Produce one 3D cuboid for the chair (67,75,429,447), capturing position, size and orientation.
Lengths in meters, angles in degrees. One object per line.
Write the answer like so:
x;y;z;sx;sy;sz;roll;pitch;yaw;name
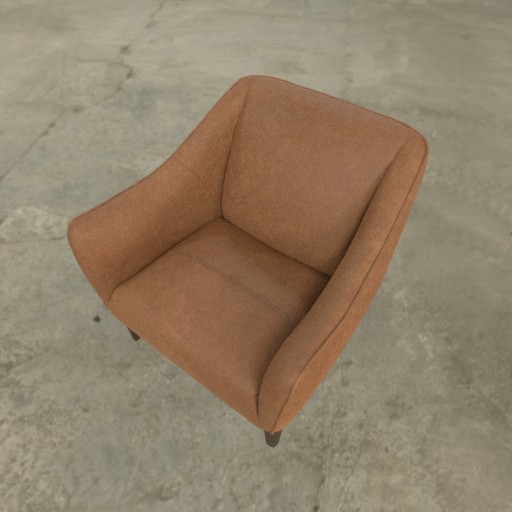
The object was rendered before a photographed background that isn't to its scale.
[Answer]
0.000;0.000;1.528;0.871;0.830;0.852;30;54;25;chair
